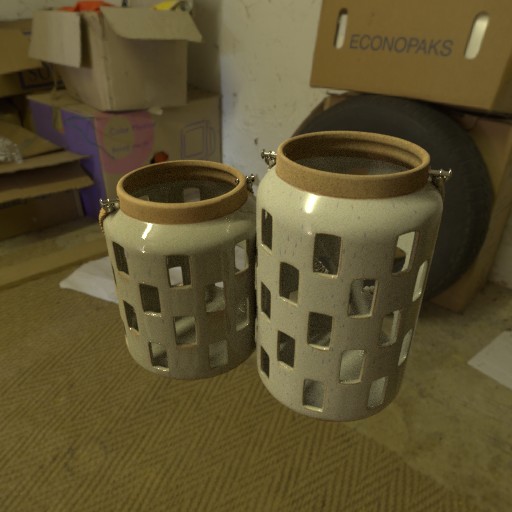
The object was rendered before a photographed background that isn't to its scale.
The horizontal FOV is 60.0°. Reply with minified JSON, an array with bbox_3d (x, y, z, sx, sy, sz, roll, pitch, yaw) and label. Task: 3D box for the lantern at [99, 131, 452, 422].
[{"bbox_3d":[0.000,0.000,0.477,0.347,0.255,0.184,10,32,17],"label":"lantern"}]
